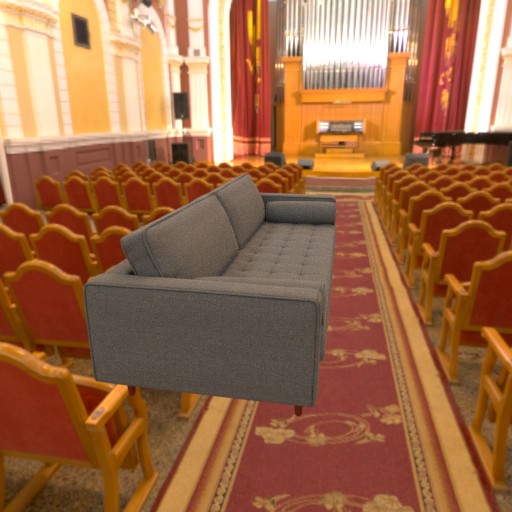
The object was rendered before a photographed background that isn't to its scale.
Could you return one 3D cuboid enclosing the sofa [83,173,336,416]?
[{"bbox_3d":[0.000,0.000,2.653,0.914,0.762,2.198,3,18,11],"label":"sofa"}]
